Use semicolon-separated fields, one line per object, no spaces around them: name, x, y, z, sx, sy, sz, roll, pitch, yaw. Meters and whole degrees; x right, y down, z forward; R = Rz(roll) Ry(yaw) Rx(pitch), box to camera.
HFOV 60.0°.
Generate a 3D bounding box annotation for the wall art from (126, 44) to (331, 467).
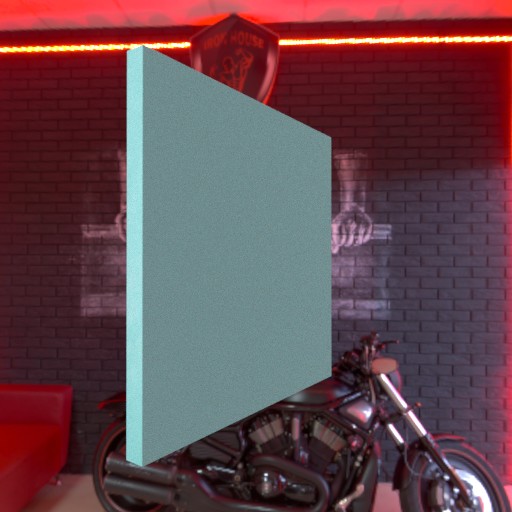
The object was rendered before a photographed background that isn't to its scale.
wall art;0.000;0.000;0.886;0.036;0.603;0.603;0;0;36
